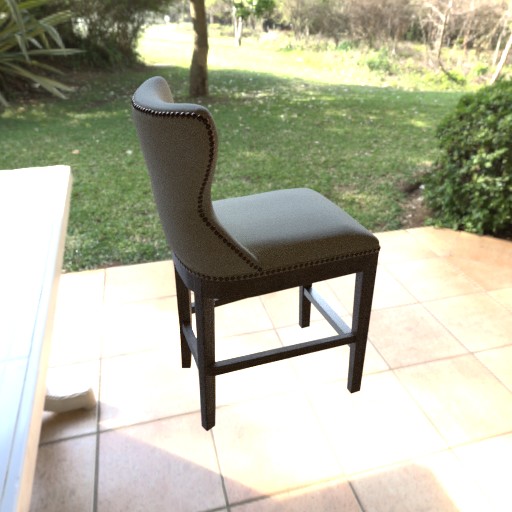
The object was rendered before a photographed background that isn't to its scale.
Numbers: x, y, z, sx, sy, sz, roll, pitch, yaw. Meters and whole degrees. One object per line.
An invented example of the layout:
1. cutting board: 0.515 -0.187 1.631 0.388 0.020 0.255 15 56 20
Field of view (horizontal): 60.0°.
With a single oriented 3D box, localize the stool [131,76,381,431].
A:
1. stool: 0.000 0.000 1.337 0.608 0.981 0.498 -11 32 -18
